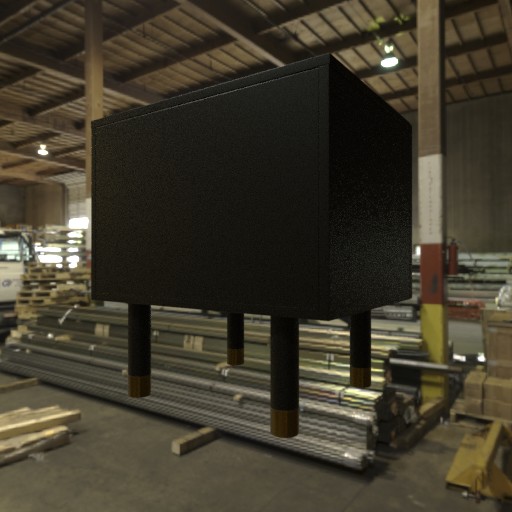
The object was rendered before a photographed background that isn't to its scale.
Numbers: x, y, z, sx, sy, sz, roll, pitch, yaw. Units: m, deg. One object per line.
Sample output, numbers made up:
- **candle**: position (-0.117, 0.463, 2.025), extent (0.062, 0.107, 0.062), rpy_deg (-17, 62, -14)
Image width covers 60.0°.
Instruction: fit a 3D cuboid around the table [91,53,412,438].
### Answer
- **table**: position (0.000, 0.000, 0.979), extent (0.564, 0.584, 0.441), rpy_deg (0, 0, 35)
